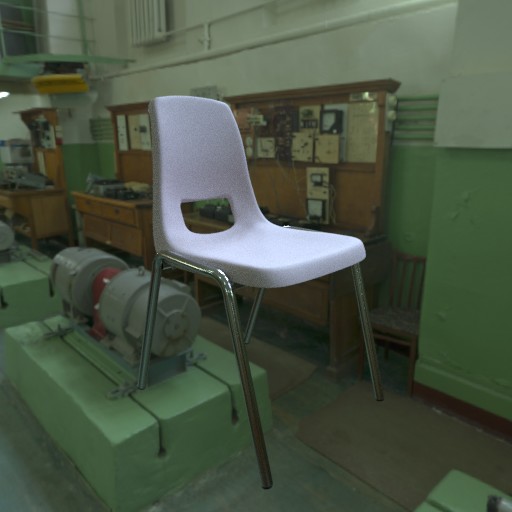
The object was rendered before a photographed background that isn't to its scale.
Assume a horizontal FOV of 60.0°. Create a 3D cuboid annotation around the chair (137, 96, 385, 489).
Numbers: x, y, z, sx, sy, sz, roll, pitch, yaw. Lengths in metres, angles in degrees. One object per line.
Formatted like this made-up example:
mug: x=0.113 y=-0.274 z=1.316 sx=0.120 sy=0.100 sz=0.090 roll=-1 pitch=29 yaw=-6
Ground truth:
chair: x=0.000 y=0.000 z=0.921 sx=0.381 sy=0.653 sz=0.436 roll=-14 pitch=20 yaw=-43
